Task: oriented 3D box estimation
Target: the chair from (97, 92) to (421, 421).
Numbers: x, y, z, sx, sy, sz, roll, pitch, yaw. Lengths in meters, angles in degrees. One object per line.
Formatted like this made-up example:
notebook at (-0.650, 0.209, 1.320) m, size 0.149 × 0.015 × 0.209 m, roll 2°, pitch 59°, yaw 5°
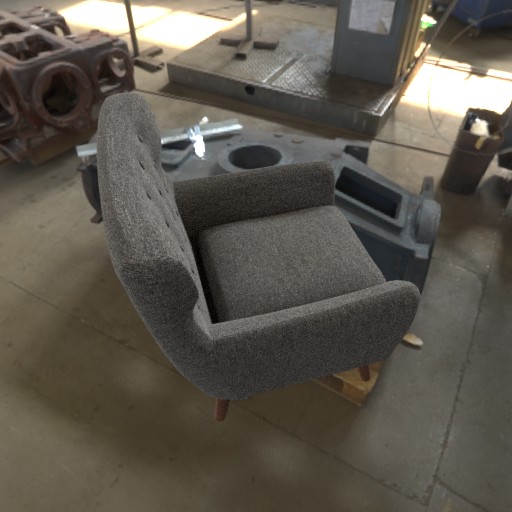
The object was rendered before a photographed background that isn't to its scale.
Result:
chair at (0.000, 0.000, 1.694) m, size 0.940 × 1.039 × 0.889 m, roll -12°, pitch 47°, yaw -11°
